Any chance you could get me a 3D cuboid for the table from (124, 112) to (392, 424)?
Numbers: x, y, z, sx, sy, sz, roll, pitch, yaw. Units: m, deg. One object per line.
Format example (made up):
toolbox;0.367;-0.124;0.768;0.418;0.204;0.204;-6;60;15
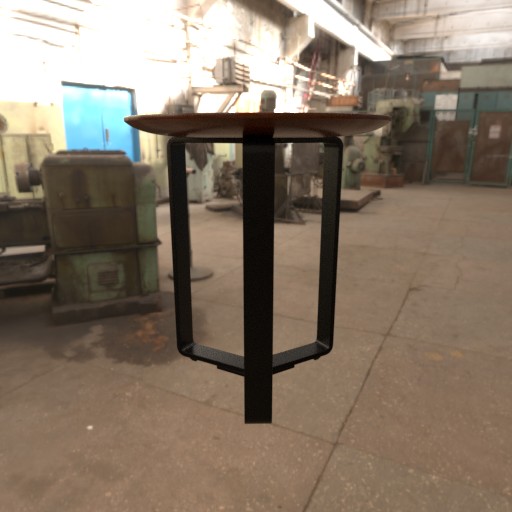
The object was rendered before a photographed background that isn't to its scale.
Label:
table;0.000;0.000;0.756;0.410;0.450;0.380;8;18;28
